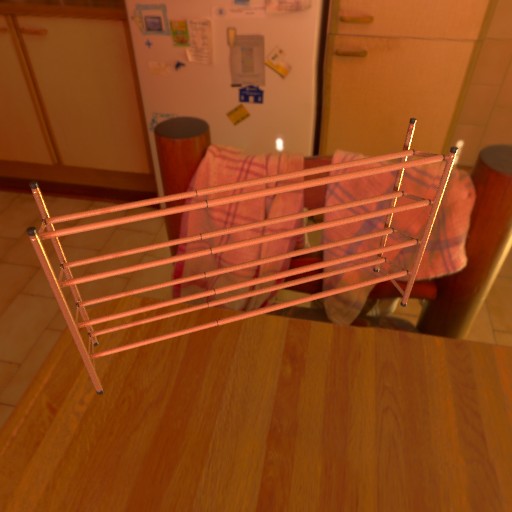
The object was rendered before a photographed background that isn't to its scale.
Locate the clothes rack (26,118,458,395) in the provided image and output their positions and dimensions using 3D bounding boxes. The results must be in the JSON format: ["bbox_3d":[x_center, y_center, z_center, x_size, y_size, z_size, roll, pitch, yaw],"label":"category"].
[{"bbox_3d":[0.000,0.000,1.433,1.168,0.672,0.229,-13,43,-14],"label":"clothes rack"}]
